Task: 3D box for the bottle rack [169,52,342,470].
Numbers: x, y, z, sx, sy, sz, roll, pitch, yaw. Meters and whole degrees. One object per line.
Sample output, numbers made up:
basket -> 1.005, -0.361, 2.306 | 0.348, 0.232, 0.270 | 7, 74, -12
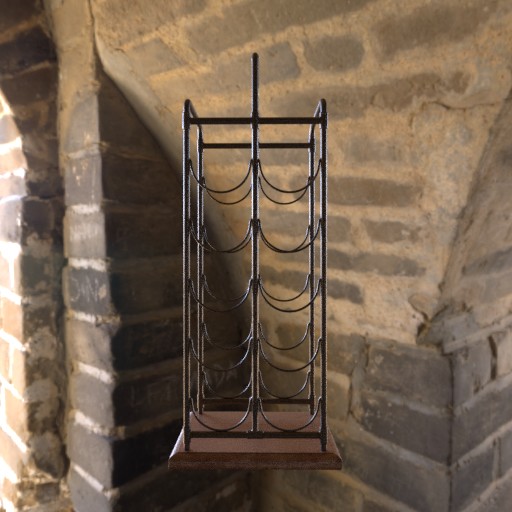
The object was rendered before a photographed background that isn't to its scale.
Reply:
bottle rack -> 0.000, 0.000, 0.808 | 0.276, 0.680, 0.208 | 0, 0, 1
